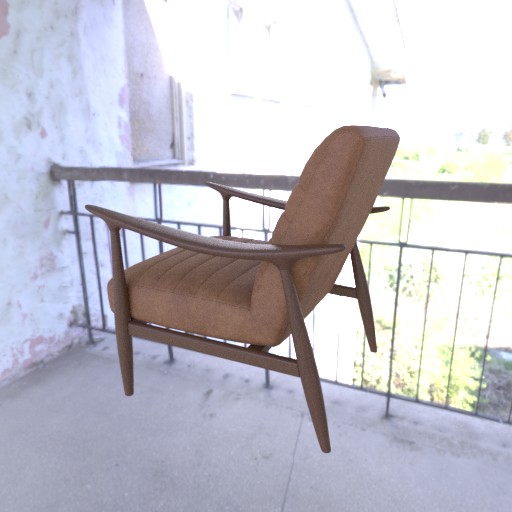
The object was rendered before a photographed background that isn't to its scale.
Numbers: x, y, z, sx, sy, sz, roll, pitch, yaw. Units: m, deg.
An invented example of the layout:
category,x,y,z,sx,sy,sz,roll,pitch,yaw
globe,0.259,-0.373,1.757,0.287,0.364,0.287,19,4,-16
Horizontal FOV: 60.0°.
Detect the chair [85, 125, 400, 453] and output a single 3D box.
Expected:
category,x,y,z,sx,sy,sz,roll,pitch,yaw
chair,0.000,0.000,1.478,0.798,0.832,0.741,8,18,25
